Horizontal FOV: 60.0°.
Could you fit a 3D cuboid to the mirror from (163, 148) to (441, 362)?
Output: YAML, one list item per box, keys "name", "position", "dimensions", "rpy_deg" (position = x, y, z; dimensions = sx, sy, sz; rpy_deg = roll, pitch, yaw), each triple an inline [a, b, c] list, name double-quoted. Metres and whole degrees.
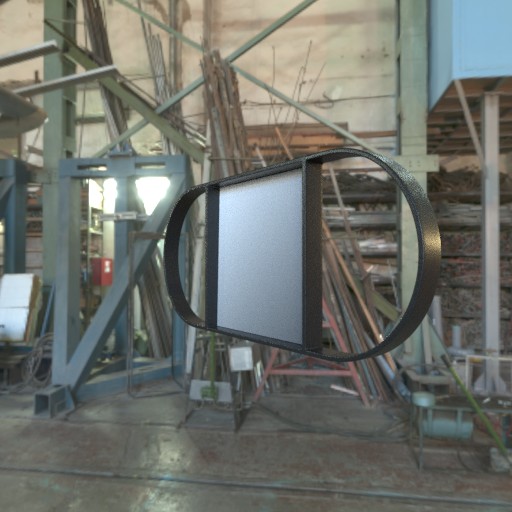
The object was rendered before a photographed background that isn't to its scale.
- name: "mirror"
  position: [0.000, 0.000, 0.673]
  dimensions: [0.032, 0.254, 0.584]
  rpy_deg: [0, -1, -37]
